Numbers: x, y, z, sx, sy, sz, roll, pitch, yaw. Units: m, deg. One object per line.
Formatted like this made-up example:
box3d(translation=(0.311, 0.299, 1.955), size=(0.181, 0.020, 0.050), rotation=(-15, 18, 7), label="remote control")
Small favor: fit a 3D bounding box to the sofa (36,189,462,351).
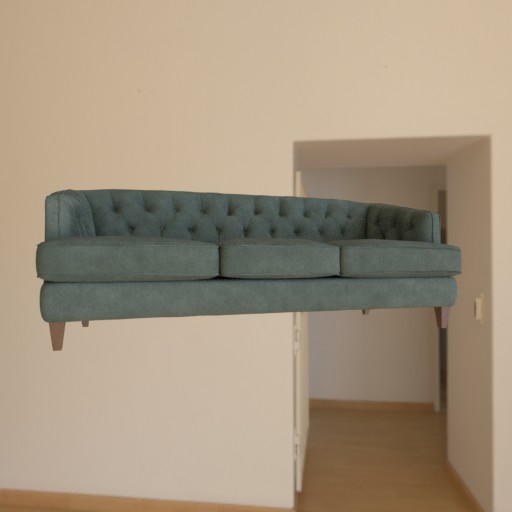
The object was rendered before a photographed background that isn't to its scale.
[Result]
box3d(translation=(0.000, 0.000, 2.655), size=(2.278, 0.855, 0.941), rotation=(0, -1, -18), label="sofa")
